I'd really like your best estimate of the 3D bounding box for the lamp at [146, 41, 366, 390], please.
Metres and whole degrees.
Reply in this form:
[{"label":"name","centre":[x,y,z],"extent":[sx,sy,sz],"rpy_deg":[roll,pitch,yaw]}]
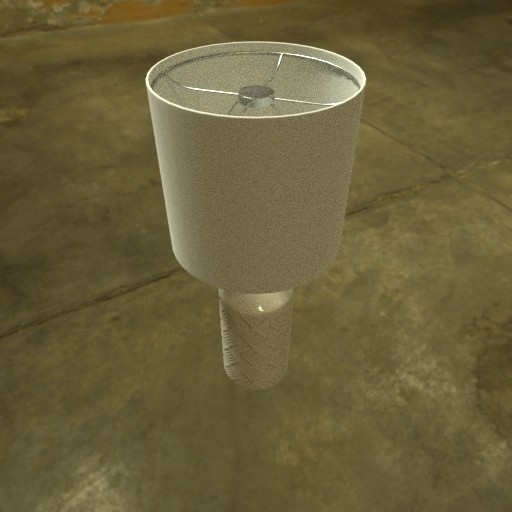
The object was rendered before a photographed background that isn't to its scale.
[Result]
[{"label":"lamp","centre":[0.000,0.000,0.572],"extent":[0.207,0.461,0.207],"rpy_deg":[12,42,13]}]
